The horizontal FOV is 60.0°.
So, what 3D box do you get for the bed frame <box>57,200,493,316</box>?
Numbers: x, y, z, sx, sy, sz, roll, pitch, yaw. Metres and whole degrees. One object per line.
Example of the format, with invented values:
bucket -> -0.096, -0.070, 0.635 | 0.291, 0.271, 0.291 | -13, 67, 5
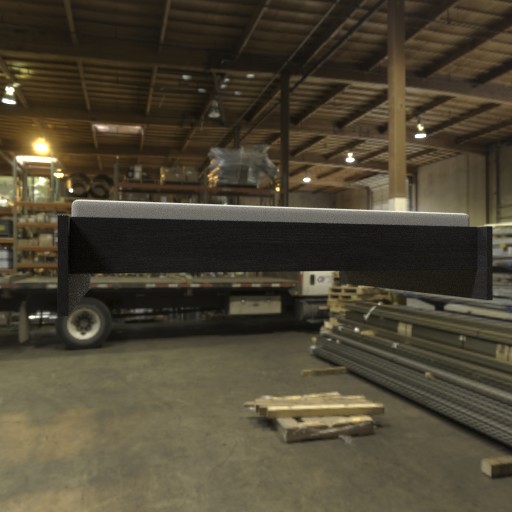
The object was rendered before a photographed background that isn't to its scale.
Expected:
bed frame -> 0.000, 0.000, 2.577 | 1.950, 0.432, 1.490 | 0, 0, -18
